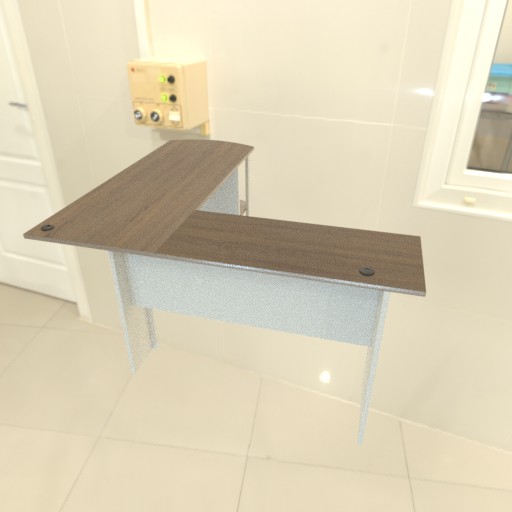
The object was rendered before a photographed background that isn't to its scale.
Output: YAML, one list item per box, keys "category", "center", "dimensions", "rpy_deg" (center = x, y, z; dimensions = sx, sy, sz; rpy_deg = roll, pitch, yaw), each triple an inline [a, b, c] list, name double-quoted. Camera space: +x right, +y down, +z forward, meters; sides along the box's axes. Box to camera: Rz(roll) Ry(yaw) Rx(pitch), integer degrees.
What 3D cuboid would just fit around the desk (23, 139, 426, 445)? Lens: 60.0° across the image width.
- category: "desk"
  center: [0.000, 0.000, 2.140]
  dimensions: [1.361, 0.716, 1.303]
  rpy_deg: [8, 31, 13]
